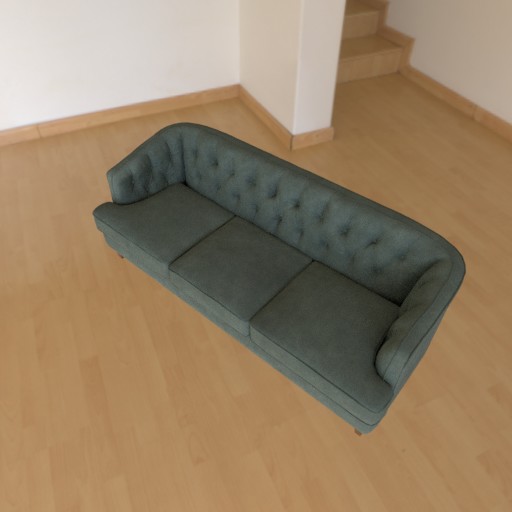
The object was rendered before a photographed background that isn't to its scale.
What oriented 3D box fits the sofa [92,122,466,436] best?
[{"bbox_3d":[0.000,0.000,2.823,2.278,0.855,0.941,31,53,27],"label":"sofa"}]
